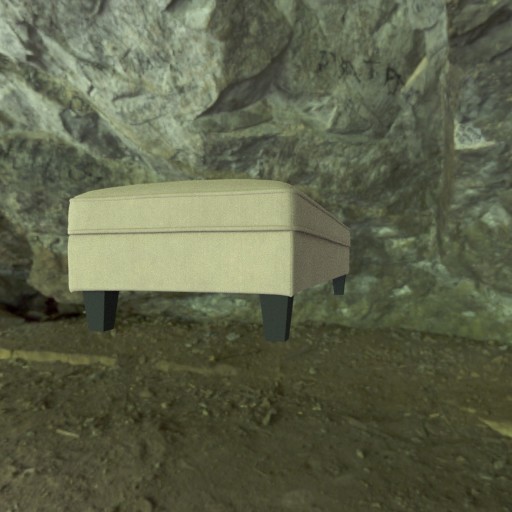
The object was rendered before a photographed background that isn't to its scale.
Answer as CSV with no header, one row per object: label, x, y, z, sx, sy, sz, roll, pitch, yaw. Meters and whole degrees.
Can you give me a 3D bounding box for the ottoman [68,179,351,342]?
ottoman,0.000,0.000,2.020,0.735,0.460,1.726,0,0,17
